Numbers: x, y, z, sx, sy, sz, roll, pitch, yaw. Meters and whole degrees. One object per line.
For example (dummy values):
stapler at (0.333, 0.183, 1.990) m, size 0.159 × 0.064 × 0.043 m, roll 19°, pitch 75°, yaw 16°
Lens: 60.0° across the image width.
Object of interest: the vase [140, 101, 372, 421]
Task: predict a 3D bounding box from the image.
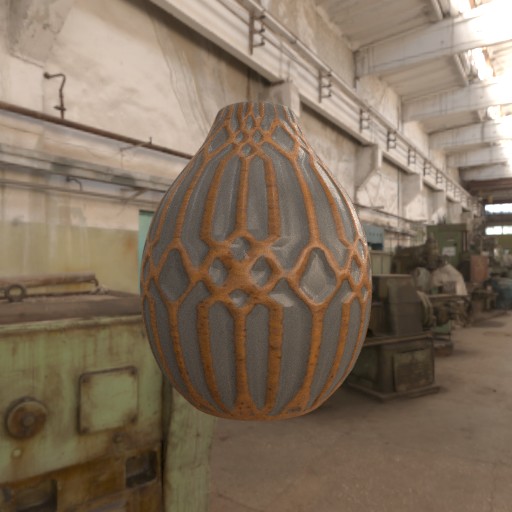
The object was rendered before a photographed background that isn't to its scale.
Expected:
vase at (0.000, 0.000, 0.136) m, size 0.069 × 0.088 × 0.069 m, roll 0°, pitch 0°, yaw 0°
